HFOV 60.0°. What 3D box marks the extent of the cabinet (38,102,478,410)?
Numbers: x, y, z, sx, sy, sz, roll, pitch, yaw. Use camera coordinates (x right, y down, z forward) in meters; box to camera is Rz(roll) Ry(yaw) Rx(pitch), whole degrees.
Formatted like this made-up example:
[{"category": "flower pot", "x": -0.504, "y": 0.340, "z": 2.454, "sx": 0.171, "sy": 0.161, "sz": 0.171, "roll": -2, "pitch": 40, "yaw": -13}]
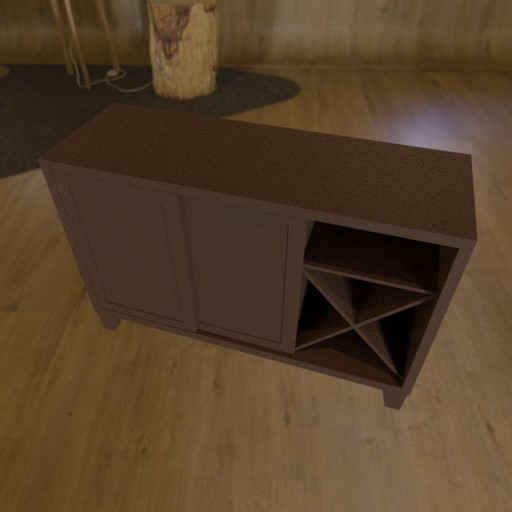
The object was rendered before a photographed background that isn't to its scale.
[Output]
[{"category": "cabinet", "x": 0.000, "y": 0.000, "z": 1.817, "sx": 1.396, "sy": 0.914, "sz": 0.482, "roll": 12, "pitch": 44, "yaw": 13}]
